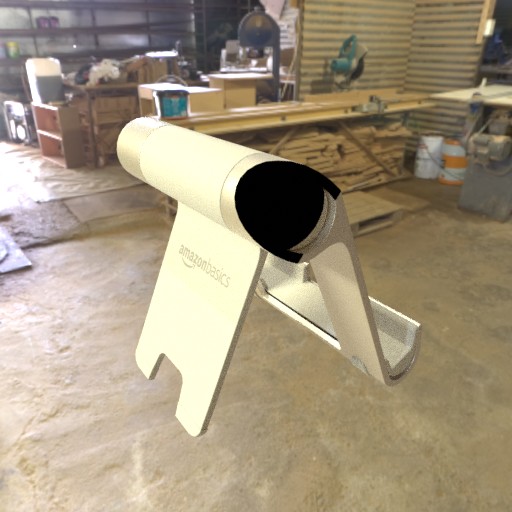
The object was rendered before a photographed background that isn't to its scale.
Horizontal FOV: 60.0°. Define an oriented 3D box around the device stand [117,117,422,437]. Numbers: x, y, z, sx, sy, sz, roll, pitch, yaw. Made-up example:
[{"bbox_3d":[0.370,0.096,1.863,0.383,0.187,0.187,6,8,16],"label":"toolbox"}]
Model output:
[{"bbox_3d":[0.000,0.000,0.151,0.079,0.084,0.086,-18,31,-32],"label":"device stand"}]
